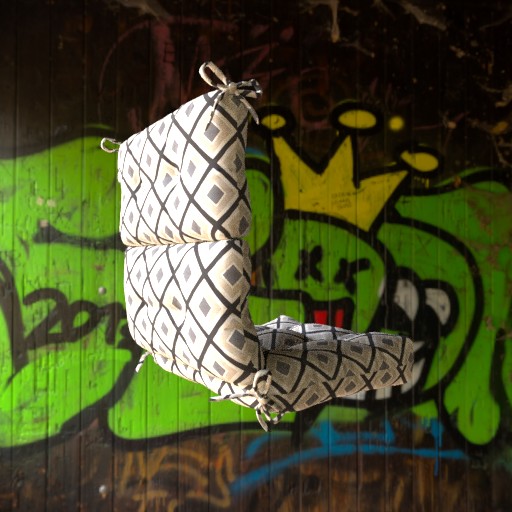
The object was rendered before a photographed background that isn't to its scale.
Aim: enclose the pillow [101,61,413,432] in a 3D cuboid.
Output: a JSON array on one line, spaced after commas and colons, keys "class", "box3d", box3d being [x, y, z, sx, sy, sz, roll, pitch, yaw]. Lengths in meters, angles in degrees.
[{"class": "pillow", "box3d": [0.000, 0.000, 1.034, 0.571, 0.605, 0.519, 1, -1, -37]}]
